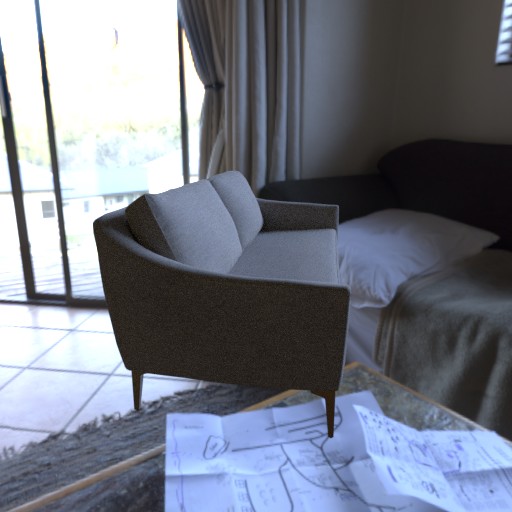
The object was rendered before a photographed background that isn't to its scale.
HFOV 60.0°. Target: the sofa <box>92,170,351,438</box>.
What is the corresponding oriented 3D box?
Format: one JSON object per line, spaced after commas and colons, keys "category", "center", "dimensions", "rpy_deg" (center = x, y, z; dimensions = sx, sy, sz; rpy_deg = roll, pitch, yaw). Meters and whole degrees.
{"category": "sofa", "center": [0.000, 0.000, 2.576], "dimensions": [0.980, 0.913, 2.036], "rpy_deg": [2, 15, 9]}
